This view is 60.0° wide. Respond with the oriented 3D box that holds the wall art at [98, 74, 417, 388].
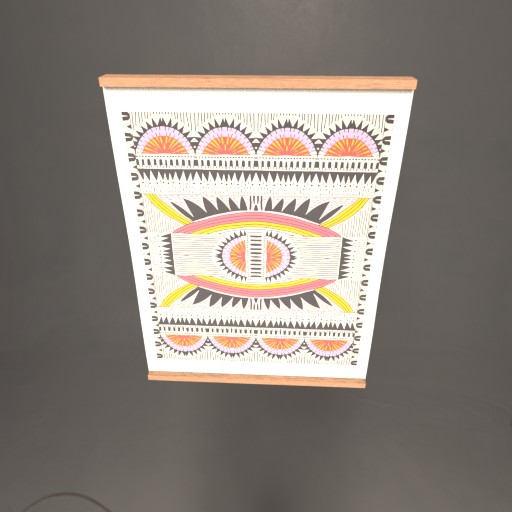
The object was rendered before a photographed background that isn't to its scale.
[{"bbox_3d":[0.000,0.000,0.698,0.403,0.527,0.028,1,30,3],"label":"wall art"}]
